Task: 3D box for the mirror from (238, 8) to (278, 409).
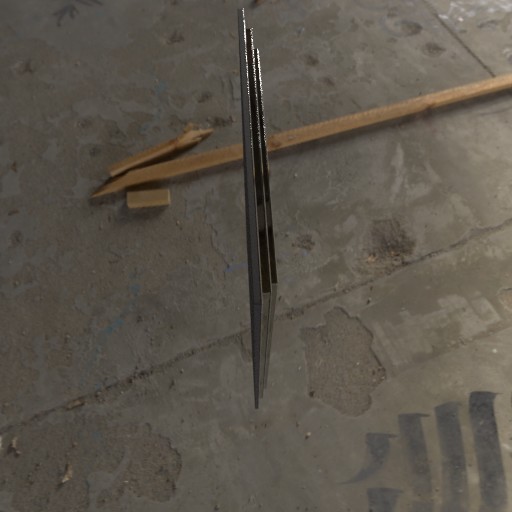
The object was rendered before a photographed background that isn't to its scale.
[{"bbox_3d":[0.000,0.000,1.126,0.039,0.914,0.613,-3,63,-1],"label":"mirror"}]
